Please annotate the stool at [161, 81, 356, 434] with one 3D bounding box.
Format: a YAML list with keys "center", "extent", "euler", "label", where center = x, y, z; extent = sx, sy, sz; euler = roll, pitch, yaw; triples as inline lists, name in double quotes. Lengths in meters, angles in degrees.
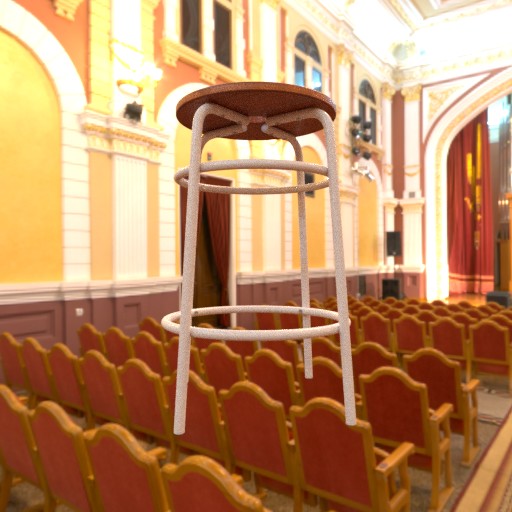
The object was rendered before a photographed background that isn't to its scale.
- center: [0.000, 0.000, 0.939]
  extent: [0.455, 0.610, 0.455]
  euler: [0, 0, 37]
  label: "stool"
